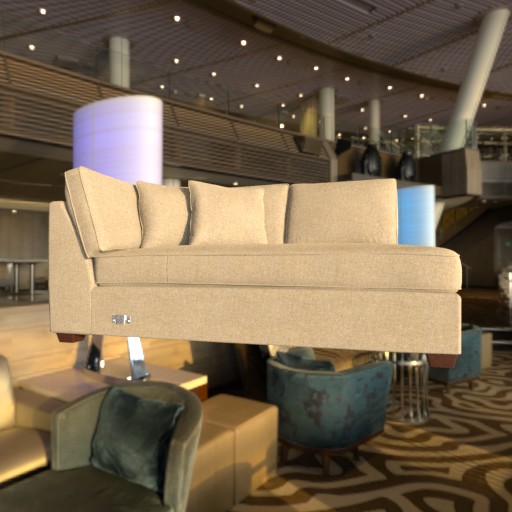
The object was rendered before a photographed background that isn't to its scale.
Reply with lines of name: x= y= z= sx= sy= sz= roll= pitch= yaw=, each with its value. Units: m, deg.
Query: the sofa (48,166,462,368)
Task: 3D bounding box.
sofa: x=0.000 y=0.000 z=2.749 sx=2.238 sy=1.019 sz=1.110 roll=0 pitch=-1 yaw=17
